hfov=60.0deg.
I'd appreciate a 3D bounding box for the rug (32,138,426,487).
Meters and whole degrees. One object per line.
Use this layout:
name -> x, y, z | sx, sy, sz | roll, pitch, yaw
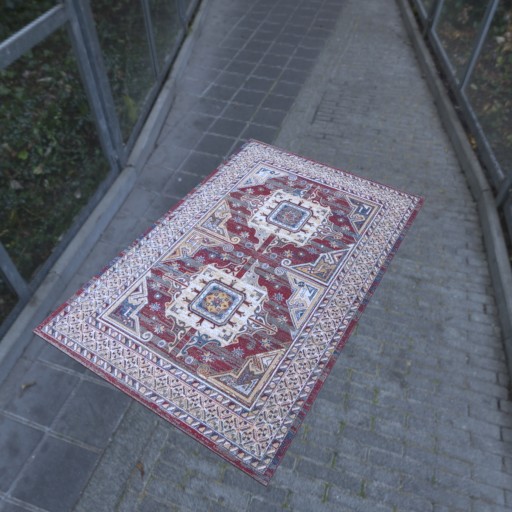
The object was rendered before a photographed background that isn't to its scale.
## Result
rug -> 0.000, 0.000, 5.718 | 3.033, 0.033, 4.578 | 24, 52, 21
